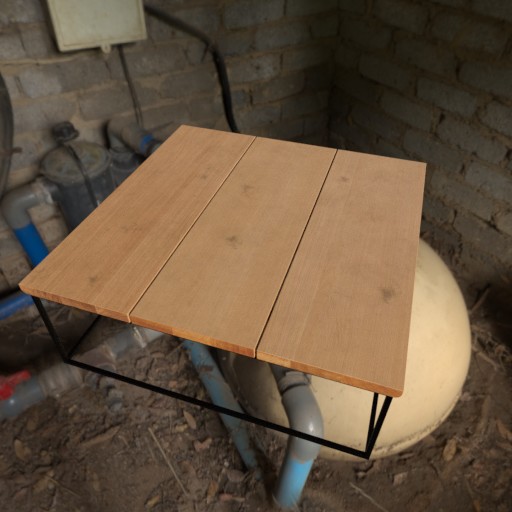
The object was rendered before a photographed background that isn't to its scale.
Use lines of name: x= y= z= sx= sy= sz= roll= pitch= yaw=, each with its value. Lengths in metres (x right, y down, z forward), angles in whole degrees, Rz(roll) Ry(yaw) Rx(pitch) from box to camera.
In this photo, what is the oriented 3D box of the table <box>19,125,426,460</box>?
table: x=0.000 y=0.000 z=1.689 sx=1.100 sy=0.400 sz=1.100 roll=13 pitch=43 yaw=14
